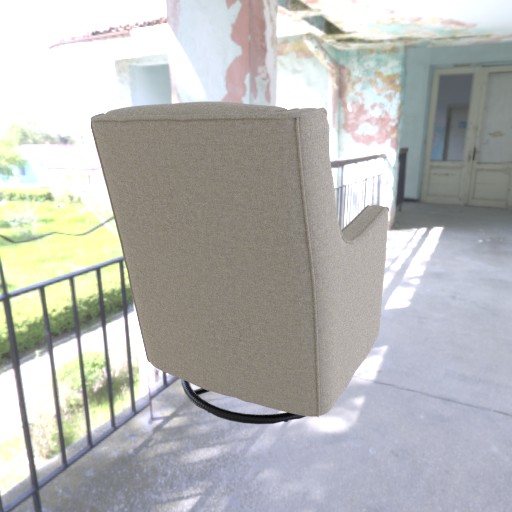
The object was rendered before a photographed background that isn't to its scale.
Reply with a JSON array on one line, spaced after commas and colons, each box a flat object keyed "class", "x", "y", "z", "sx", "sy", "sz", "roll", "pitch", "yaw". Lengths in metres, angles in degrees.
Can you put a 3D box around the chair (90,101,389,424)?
[{"class": "chair", "x": 0.000, "y": 0.000, "z": 1.563, "sx": 0.732, "sy": 0.993, "sz": 0.879, "roll": 9, "pitch": 18, "yaw": 28}]
